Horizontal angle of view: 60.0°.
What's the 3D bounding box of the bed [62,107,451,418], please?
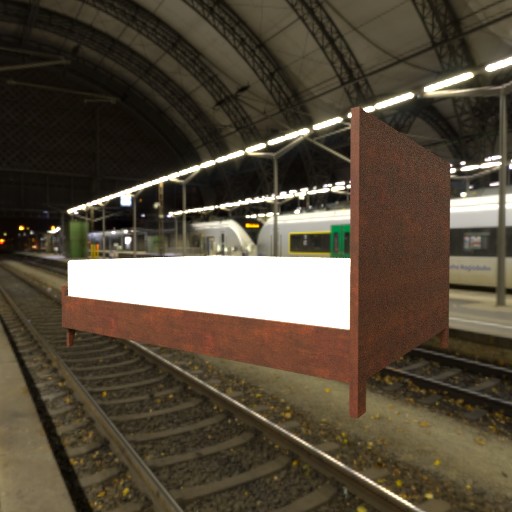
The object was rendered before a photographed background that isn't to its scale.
[{"bbox_3d":[0.000,0.000,3.090,2.184,1.270,1.600,1,2,36],"label":"bed"}]
